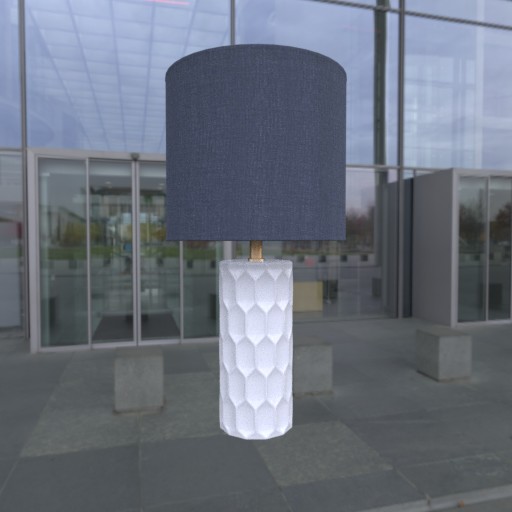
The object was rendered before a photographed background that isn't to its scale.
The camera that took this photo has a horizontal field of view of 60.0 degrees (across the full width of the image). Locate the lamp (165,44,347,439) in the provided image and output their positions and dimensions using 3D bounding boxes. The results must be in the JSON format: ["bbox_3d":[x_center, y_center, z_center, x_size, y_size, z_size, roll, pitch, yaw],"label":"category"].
[{"bbox_3d":[0.000,0.000,0.697,0.277,0.537,0.277,0,2,0],"label":"lamp"}]
